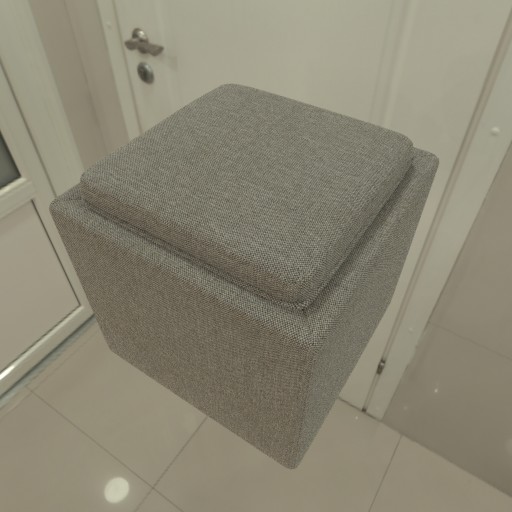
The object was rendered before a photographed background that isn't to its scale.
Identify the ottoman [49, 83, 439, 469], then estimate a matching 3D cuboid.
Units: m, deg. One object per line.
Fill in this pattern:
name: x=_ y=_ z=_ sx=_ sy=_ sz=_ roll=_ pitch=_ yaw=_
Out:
ottoman: x=0.000 y=0.000 z=0.811 sx=0.450 sy=0.460 sz=0.450 roll=25 pitch=51 yaw=22
